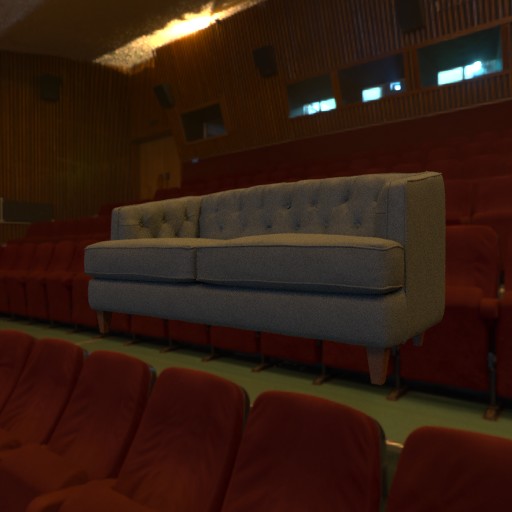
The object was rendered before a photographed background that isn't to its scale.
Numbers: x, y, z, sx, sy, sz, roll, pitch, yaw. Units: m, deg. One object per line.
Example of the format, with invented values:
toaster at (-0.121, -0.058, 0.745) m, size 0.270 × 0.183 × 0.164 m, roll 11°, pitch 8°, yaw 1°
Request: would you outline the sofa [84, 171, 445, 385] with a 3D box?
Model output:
sofa at (0.000, 0.000, 2.269) m, size 1.733 × 0.855 × 0.941 m, roll 0°, pitch 1°, yaw 37°
